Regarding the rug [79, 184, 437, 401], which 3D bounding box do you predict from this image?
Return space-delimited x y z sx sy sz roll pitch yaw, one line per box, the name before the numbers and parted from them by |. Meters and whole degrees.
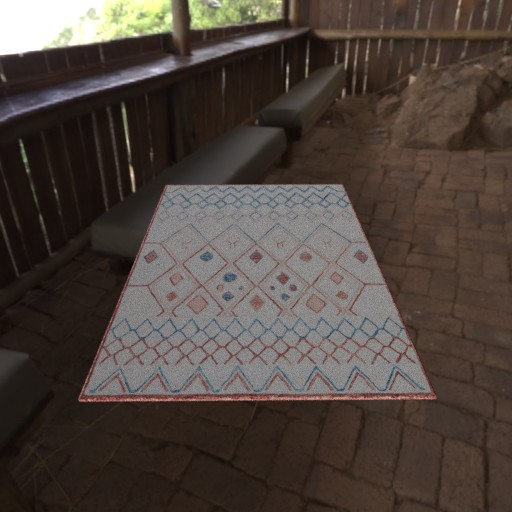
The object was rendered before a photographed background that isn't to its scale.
rug | 0.000 0.000 2.277 1.219 0.016 1.829 0 32 0
